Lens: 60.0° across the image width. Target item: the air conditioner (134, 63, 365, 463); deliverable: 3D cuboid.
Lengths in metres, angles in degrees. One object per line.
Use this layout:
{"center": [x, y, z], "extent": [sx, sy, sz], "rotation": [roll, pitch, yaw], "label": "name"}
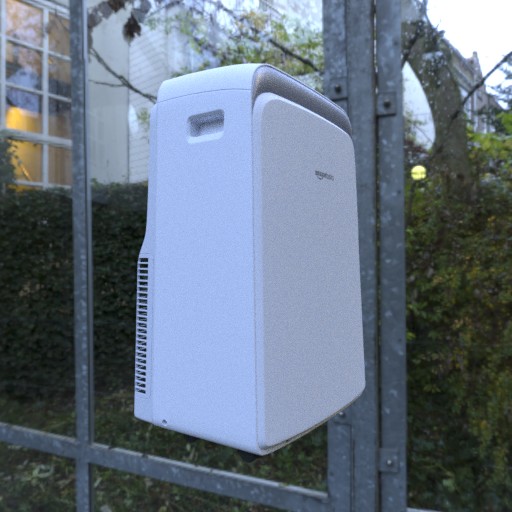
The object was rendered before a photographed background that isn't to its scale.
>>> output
{"center": [0.000, 0.000, 0.960], "extent": [0.365, 0.700, 0.454], "rotation": [0, 0, 36], "label": "air conditioner"}
